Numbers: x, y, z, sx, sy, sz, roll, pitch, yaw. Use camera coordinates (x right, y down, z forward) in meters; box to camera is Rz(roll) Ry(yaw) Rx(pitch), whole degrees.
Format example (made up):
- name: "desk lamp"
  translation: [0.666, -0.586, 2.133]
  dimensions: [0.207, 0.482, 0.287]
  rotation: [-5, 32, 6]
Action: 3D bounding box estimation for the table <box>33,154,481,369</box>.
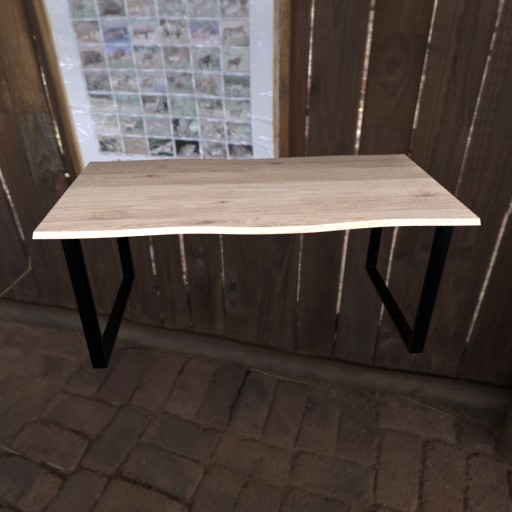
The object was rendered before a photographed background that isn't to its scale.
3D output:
- name: "table"
  translation: [0.000, 0.000, 2.329]
  dimensions: [1.800, 0.780, 0.900]
  rotation: [-2, 30, -3]
